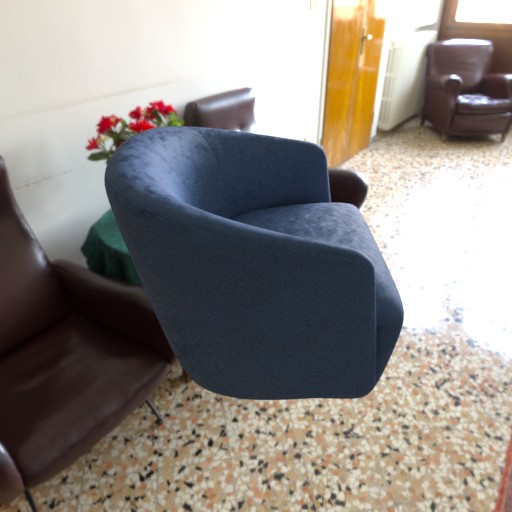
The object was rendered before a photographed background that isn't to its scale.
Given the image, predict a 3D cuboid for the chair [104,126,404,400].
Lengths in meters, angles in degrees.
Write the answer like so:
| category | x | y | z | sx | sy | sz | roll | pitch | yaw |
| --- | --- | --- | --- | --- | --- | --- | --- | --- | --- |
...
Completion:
| category | x | y | z | sx | sy | sz | roll | pitch | yaw |
| --- | --- | --- | --- | --- | --- | --- | --- | --- | --- |
| chair | 0.000 | 0.000 | 1.358 | 0.767 | 0.698 | 0.773 | 0 | 32 | 0 |
